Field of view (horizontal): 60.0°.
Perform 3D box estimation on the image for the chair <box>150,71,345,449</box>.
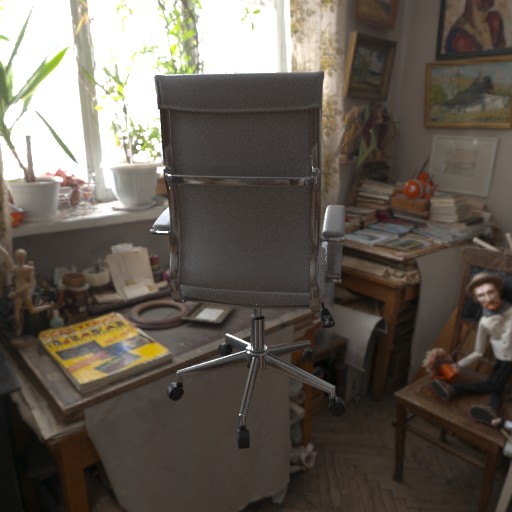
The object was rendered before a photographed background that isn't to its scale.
[{"bbox_3d":[0.000,0.000,1.572,0.679,1.149,0.667,3,17,9],"label":"chair"}]
